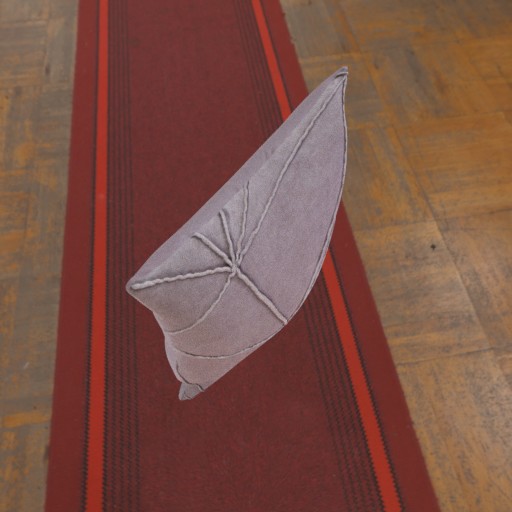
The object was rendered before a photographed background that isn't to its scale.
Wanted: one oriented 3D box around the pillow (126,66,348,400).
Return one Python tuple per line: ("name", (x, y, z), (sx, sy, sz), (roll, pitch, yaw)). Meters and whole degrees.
("pillow", (0.000, 0.000, 0.701), (0.185, 0.440, 0.439), (32, 64, 18))
